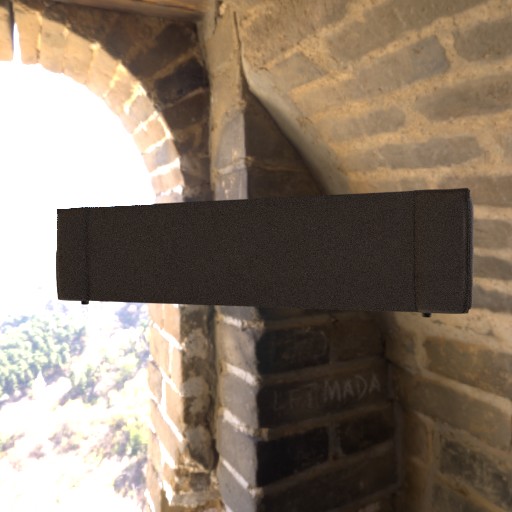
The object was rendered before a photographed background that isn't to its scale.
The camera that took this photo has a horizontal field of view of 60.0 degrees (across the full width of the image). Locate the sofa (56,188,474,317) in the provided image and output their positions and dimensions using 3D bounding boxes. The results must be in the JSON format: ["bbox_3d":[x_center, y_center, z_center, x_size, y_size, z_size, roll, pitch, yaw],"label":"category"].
[{"bbox_3d":[0.000,0.000,3.130,2.697,0.680,1.038,0,-1,19],"label":"sofa"}]
